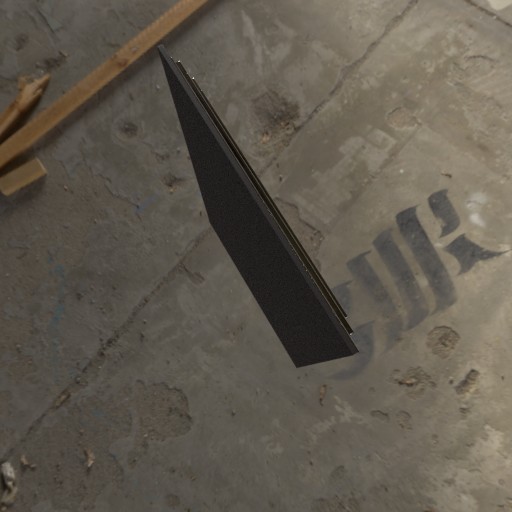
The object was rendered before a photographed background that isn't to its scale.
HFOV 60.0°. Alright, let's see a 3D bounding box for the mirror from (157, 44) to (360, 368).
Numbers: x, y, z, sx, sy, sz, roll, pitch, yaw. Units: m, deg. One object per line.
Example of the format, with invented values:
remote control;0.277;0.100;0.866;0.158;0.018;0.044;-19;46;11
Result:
mirror;0.000;0.000;1.147;0.039;0.914;0.613;-30;77;-8
